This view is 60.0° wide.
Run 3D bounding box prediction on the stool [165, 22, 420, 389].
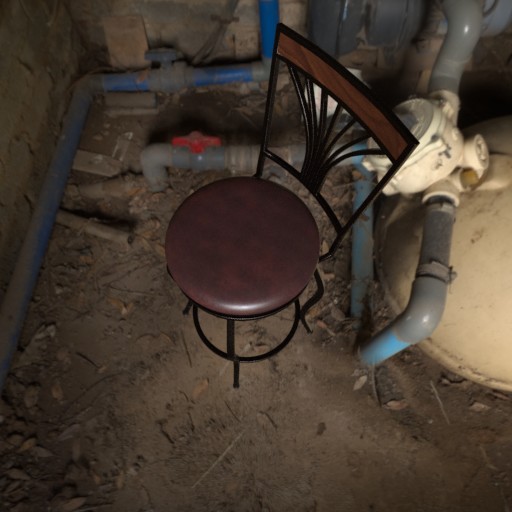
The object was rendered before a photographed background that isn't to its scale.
[{"bbox_3d":[0.000,0.000,1.354,0.514,1.117,0.433,-33,68,-15],"label":"stool"}]
